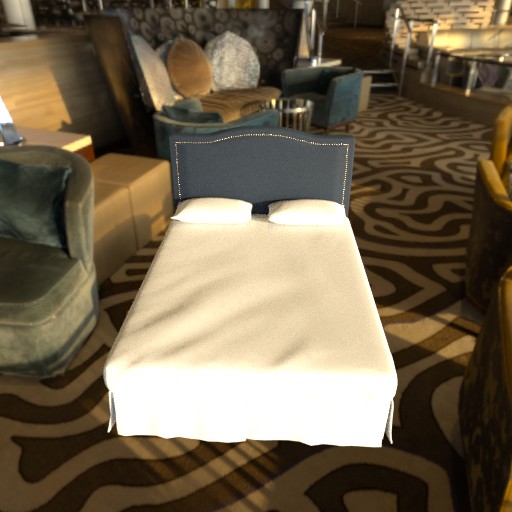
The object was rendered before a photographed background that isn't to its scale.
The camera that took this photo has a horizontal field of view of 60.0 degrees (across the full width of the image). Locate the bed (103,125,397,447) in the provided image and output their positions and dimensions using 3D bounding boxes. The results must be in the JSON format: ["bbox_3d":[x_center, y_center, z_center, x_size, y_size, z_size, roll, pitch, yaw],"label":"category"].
[{"bbox_3d":[0.000,0.000,3.414,1.821,1.436,2.282,1,30,2],"label":"bed"}]
